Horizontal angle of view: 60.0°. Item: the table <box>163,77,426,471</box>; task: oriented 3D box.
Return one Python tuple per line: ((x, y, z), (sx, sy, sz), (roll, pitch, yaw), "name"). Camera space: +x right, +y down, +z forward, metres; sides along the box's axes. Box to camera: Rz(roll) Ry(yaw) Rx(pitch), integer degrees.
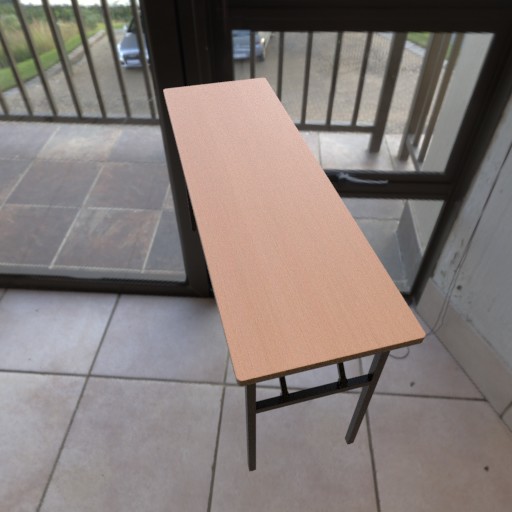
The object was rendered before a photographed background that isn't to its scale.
((0.000, 0.000, 1.713), (0.447, 0.750, 1.397), (-11, 47, -10), "table")
